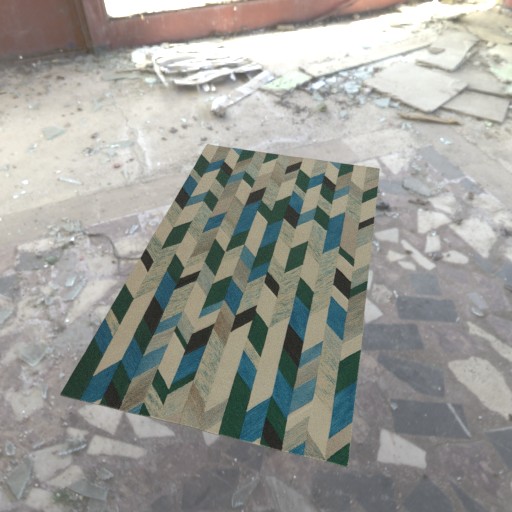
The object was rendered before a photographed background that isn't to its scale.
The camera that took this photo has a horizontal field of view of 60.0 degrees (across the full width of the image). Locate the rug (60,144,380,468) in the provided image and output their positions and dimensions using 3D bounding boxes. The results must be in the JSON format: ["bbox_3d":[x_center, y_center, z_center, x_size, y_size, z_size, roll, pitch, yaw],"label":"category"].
[{"bbox_3d":[0.000,0.000,2.988,1.507,0.007,2.433,10,47,10],"label":"rug"}]
